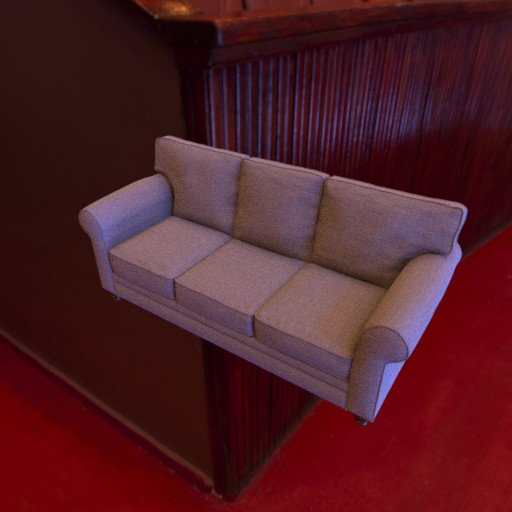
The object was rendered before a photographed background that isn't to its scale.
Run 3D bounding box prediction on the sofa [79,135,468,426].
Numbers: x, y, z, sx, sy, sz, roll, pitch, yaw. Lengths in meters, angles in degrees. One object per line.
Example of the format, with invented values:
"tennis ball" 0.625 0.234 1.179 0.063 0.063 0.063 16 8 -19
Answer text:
"sofa" 0.000 0.000 2.625 2.084 0.961 0.916 20 38 28
